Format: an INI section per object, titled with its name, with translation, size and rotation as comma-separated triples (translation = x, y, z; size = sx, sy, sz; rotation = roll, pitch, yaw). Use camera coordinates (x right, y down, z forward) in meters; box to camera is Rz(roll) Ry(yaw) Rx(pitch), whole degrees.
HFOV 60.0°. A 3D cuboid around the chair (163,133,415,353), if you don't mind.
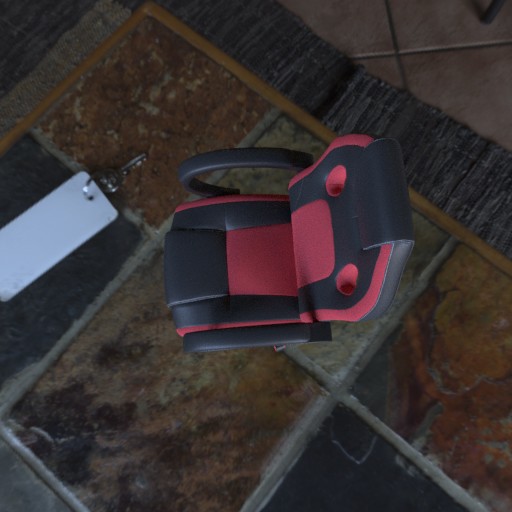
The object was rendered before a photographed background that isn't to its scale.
[chair]
translation = 0.000, 0.000, 1.584
size = 0.724, 1.187, 0.673
rotation = -4, 77, -1
